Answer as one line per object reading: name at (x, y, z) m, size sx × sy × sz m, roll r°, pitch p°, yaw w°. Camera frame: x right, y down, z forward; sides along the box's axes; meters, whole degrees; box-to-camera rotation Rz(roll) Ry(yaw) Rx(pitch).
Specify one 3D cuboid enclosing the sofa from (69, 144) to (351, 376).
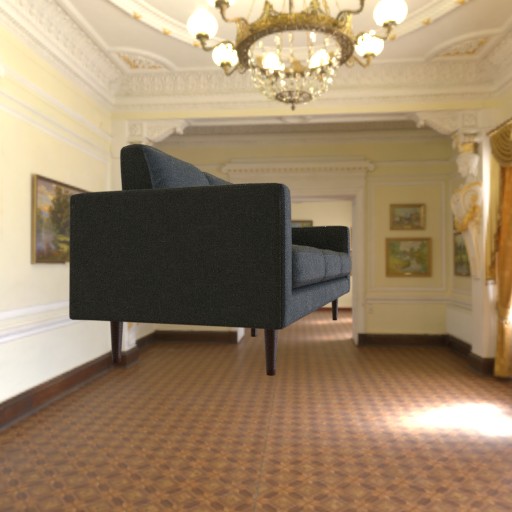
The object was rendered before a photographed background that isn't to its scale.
sofa at (0.000, 0.000, 2.604) m, size 0.935 × 0.945 × 2.013 m, roll 0°, pitch -1°, yaw 18°
